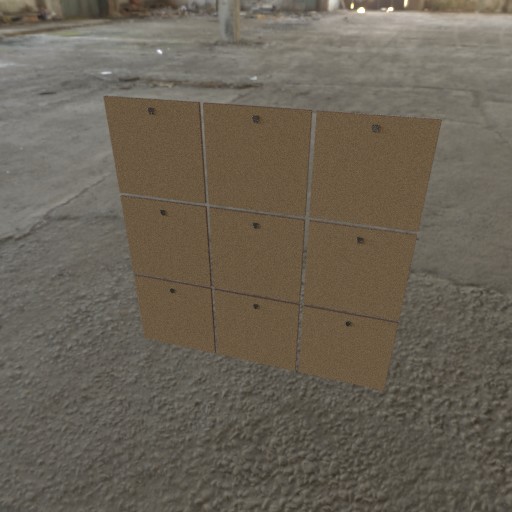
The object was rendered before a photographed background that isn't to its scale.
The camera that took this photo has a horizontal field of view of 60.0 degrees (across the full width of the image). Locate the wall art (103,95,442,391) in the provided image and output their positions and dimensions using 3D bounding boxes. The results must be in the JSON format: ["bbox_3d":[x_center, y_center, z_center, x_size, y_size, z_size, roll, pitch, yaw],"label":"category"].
[{"bbox_3d":[0.000,0.000,1.860,1.221,1.218,0.019,9,32,14],"label":"wall art"}]
